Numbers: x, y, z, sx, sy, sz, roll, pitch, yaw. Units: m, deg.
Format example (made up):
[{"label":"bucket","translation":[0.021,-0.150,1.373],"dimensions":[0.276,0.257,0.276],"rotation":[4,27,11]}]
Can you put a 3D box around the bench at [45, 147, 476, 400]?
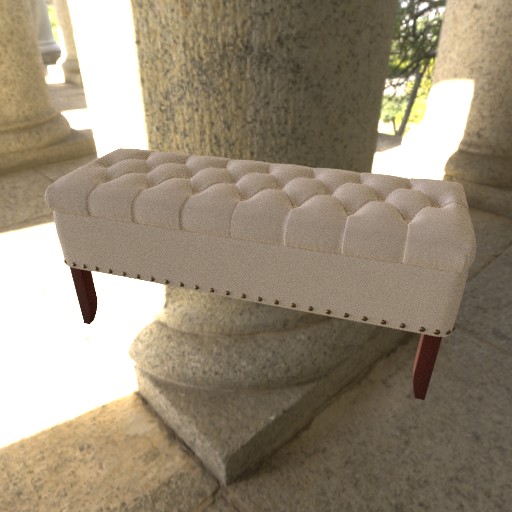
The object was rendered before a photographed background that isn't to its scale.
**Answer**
[{"label":"bench","translation":[0.000,0.000,1.279],"dimensions":[1.054,0.470,0.400],"rotation":[9,32,15]}]
